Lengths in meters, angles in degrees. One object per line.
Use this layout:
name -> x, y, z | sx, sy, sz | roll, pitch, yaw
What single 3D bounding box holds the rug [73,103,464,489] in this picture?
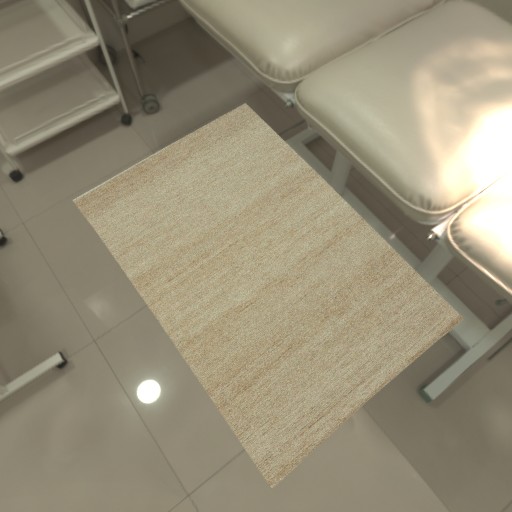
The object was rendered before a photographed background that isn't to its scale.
rug -> 0.000, 0.000, 3.020 | 1.574, 0.029, 2.346 | -34, 69, -16
